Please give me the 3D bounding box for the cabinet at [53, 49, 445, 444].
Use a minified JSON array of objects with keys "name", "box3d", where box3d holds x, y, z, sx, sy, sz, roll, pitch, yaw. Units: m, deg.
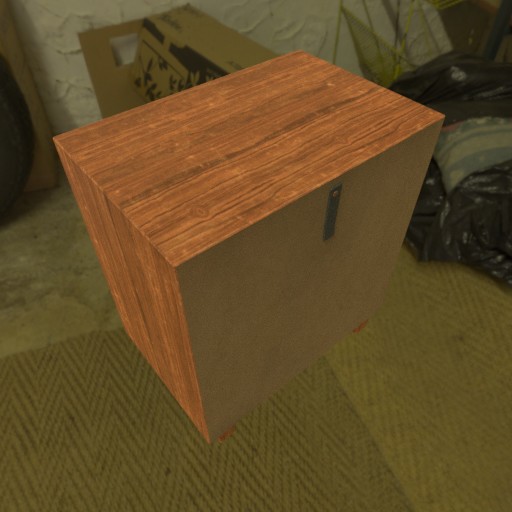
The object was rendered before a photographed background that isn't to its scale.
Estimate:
[{"name":"cabinet","box3d":[0.000,0.000,1.067,0.607,0.695,0.410,-31,54,-26]}]
